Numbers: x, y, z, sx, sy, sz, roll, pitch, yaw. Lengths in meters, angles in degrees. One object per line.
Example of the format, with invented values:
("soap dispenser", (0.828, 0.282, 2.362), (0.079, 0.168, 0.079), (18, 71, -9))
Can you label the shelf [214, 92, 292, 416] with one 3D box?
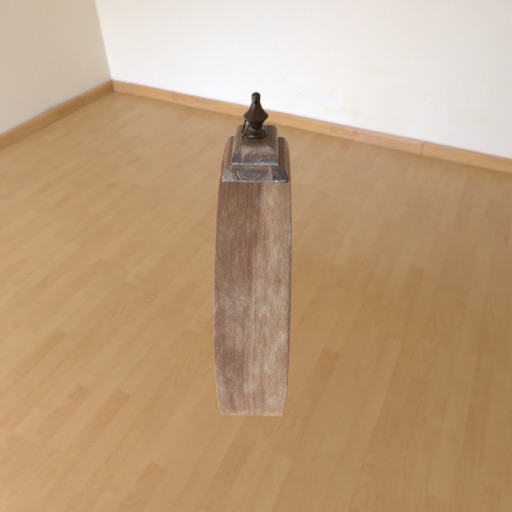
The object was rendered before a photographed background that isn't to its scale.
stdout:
("shelf", (0.000, 0.000, 0.974), (0.125, 0.725, 0.601), (1, 42, 1))
